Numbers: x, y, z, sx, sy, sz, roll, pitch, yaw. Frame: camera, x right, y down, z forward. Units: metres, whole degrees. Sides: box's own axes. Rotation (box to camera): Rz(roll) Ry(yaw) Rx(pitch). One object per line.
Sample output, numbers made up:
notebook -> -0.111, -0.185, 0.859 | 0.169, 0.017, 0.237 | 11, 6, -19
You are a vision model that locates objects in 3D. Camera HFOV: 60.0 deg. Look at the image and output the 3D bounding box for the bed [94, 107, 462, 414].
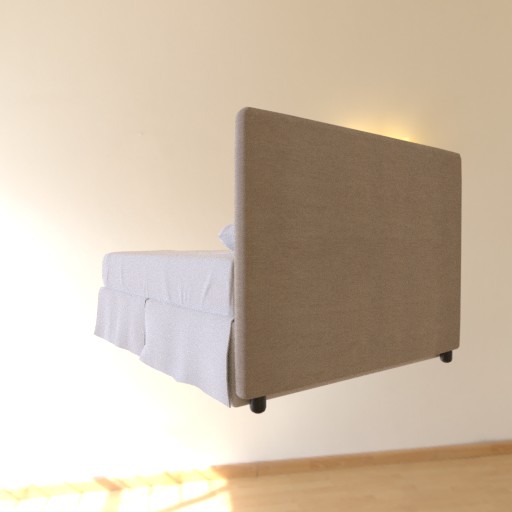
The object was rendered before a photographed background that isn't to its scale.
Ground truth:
bed -> 0.000, 0.000, 3.176 | 1.713, 1.330, 2.162 | -1, 1, -35
